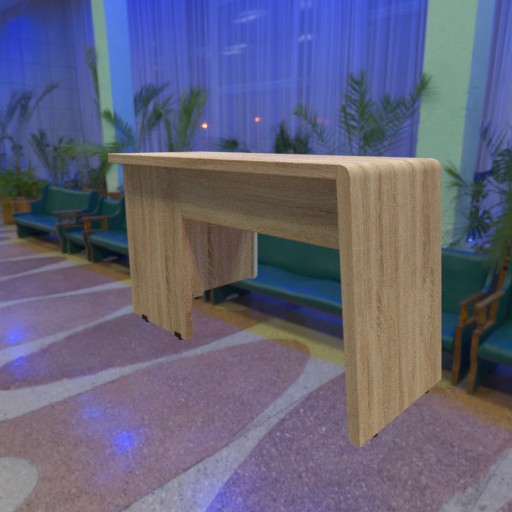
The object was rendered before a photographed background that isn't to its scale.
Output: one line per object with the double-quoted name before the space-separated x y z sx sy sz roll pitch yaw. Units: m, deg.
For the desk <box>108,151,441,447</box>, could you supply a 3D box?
"desk" 0.000 0.000 1.704 0.500 0.750 1.300 -14 20 -43
